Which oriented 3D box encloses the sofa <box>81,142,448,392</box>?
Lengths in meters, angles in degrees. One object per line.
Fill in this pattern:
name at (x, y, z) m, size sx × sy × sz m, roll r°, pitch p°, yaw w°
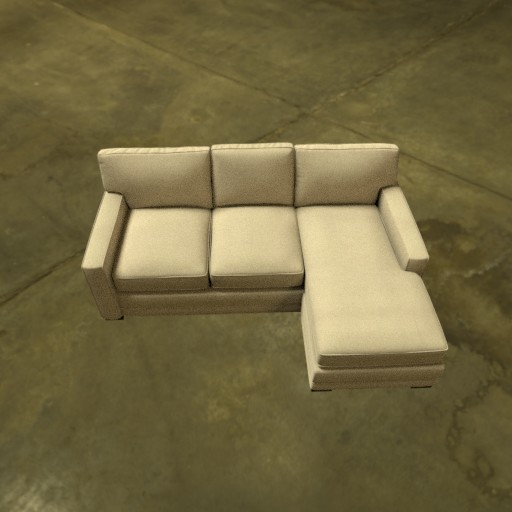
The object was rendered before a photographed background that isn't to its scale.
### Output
sofa at (0.000, 0.000, 2.840) m, size 2.087 × 0.861 × 1.496 m, roll -2°, pitch 46°, yaw -1°
